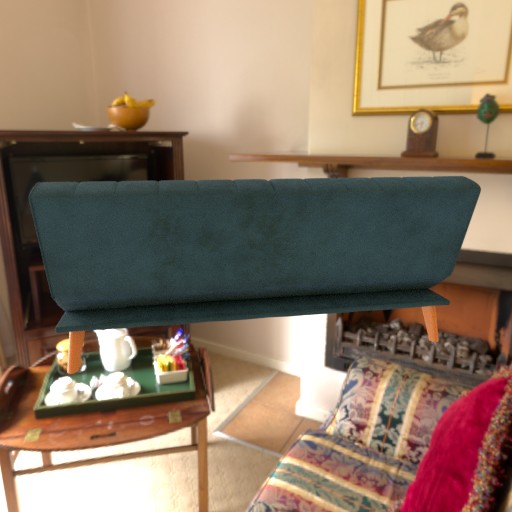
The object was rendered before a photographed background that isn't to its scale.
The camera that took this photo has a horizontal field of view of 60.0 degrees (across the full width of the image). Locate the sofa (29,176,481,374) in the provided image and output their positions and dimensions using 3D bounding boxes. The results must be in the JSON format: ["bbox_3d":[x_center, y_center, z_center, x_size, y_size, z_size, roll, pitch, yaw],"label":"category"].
[{"bbox_3d":[0.000,0.000,2.228,1.804,0.813,0.855,-3,15,-10],"label":"sofa"}]
